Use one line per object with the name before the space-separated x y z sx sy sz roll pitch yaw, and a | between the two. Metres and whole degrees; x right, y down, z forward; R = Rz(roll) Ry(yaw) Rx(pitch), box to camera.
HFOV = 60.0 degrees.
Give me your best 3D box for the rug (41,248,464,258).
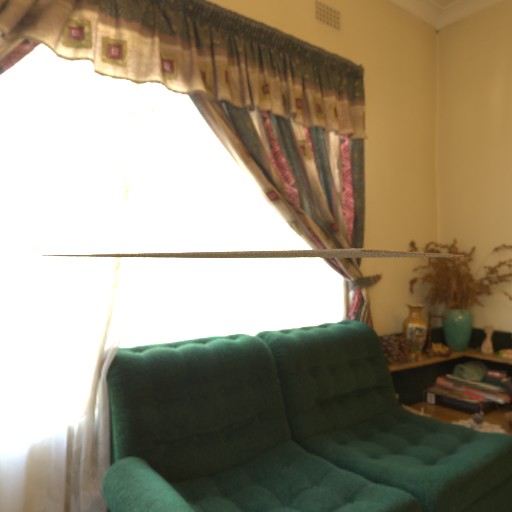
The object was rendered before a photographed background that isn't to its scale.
rug | 0.000 0.000 3.859 2.895 0.018 2.288 -1 -1 36
